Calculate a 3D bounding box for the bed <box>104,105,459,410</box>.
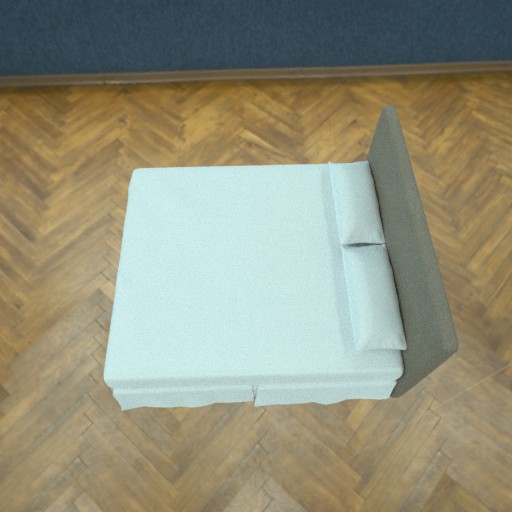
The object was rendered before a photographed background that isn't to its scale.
[{"bbox_3d":[0.000,0.000,3.604,2.341,1.317,2.119,-1,60,-1],"label":"bed"}]
